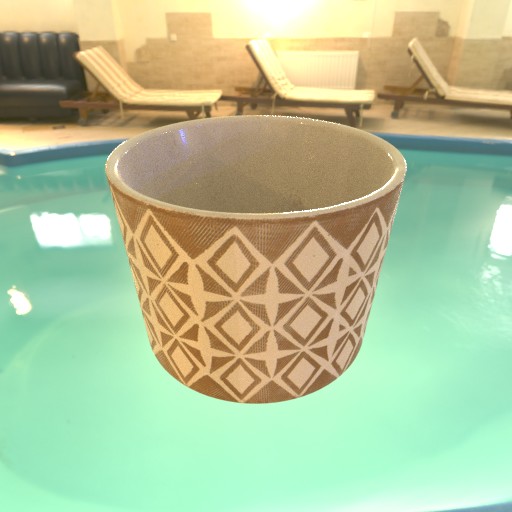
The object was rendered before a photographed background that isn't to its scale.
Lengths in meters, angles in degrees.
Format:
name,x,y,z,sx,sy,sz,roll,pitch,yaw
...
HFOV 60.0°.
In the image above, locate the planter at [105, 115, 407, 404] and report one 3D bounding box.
name,x,y,z,sx,sy,sz,roll,pitch,yaw
planter,0.000,0.000,0.455,0.260,0.220,0.260,0,32,0
